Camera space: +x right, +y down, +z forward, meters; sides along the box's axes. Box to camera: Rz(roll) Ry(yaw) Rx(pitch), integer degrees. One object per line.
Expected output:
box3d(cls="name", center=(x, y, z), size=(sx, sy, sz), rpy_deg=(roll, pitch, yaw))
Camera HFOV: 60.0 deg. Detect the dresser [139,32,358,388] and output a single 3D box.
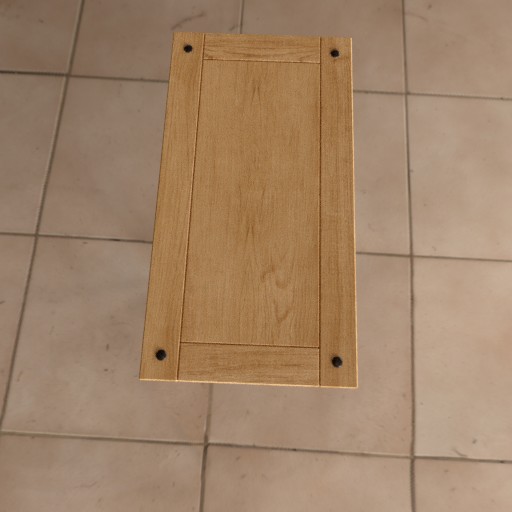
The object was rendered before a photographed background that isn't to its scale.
box3d(cls="dresser", center=(0.000, 0.000, 1.717), size=(0.485, 1.300, 0.915), rpy_deg=(2, 76, 1))
